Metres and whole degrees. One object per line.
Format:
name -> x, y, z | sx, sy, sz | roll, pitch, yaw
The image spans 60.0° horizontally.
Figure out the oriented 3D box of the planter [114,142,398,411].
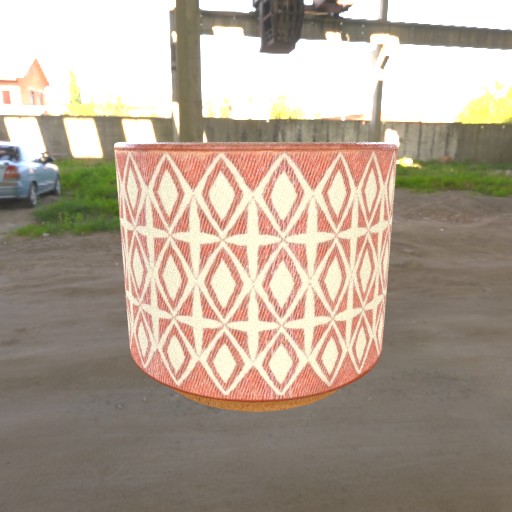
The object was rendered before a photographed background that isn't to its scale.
planter -> 0.000, 0.000, 0.476 | 0.273, 0.237, 0.273 | 0, 15, 0
